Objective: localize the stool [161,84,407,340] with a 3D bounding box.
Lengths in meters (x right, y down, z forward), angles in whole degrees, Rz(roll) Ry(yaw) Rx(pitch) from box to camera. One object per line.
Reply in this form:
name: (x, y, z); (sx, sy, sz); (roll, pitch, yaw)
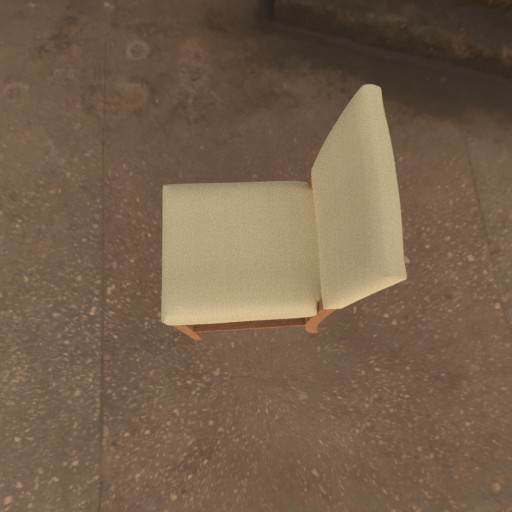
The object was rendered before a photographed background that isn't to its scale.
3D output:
stool: (0.000, 0.000, 1.457); (0.584, 1.168, 0.445); (-3, 75, -1)
